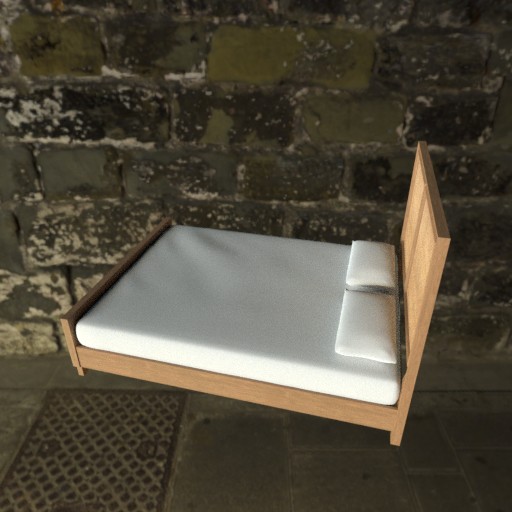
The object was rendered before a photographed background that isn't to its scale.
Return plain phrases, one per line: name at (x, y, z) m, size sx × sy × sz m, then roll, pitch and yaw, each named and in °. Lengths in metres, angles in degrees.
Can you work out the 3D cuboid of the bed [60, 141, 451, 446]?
bed at (0.000, 0.000, 3.198) m, size 2.184 × 1.387 × 1.606 m, roll 7°, pitch 31°, yaw 13°
